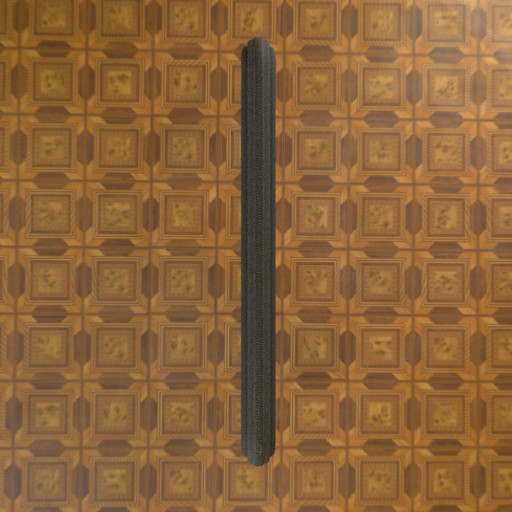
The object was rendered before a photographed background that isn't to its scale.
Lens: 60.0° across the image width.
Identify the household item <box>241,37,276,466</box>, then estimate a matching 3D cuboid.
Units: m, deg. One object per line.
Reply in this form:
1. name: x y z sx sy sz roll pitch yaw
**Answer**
1. household item: 0.000 0.000 0.515 0.030 0.305 0.396 0 89 -1
